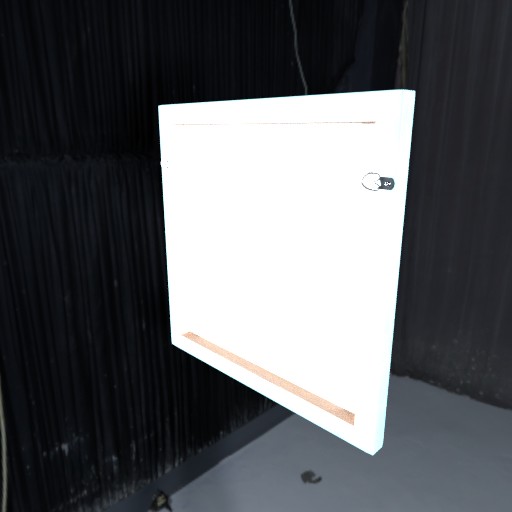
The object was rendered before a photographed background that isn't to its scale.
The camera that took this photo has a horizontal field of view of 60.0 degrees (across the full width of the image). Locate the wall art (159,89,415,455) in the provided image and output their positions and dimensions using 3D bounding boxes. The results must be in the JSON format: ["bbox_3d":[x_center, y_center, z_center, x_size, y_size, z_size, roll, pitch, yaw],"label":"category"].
[{"bbox_3d":[0.000,0.000,1.608,1.071,1.073,0.070,15,22,42],"label":"wall art"}]
